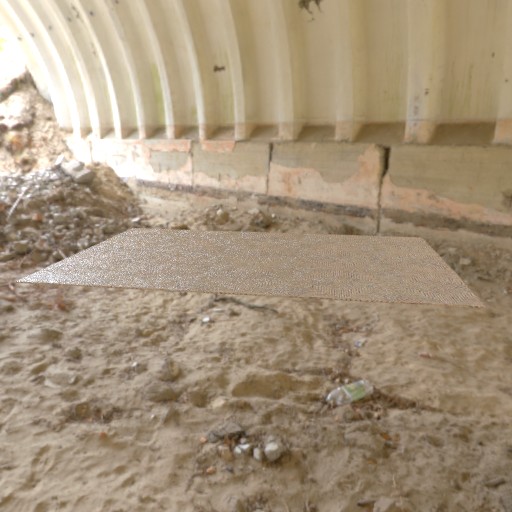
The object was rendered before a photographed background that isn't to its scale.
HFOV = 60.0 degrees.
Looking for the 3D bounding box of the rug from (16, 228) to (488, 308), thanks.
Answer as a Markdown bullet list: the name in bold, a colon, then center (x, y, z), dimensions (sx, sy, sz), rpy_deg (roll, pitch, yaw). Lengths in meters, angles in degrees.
- **rug**: center (0.000, 0.000, 2.968), dimensions (2.428, 0.007, 1.519), rpy_deg (2, 15, 9)
